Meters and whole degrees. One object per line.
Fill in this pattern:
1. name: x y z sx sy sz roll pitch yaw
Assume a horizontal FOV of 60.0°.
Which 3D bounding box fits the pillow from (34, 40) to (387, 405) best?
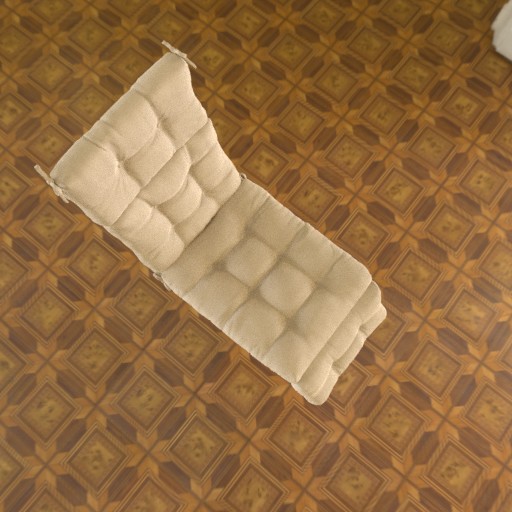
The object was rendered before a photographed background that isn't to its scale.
1. pillow: 0.000 0.000 1.458 1.016 0.863 0.526 38 79 9
